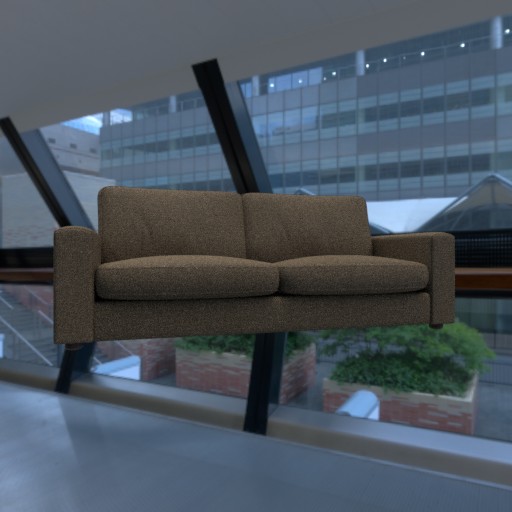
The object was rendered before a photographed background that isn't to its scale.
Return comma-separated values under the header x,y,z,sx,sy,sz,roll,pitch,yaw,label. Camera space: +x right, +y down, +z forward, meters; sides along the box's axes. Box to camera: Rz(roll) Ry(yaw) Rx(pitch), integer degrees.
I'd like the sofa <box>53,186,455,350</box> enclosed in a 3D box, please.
x,y,z,sx,sy,sz,roll,pitch,yaw,label
0.000,0.000,2.743,2.179,0.873,1.016,0,0,-16,sofa
